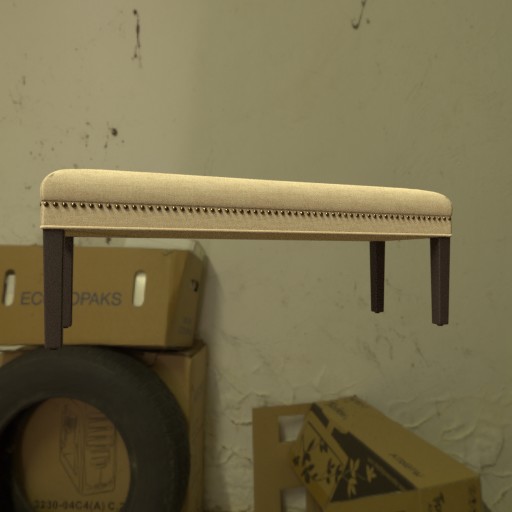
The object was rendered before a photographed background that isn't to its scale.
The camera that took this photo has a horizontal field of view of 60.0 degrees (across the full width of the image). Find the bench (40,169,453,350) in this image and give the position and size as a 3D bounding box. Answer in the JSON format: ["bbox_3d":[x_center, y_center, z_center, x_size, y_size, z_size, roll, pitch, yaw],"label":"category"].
[{"bbox_3d":[0.000,0.000,1.433,1.219,0.457,0.410,0,0,-19],"label":"bench"}]
